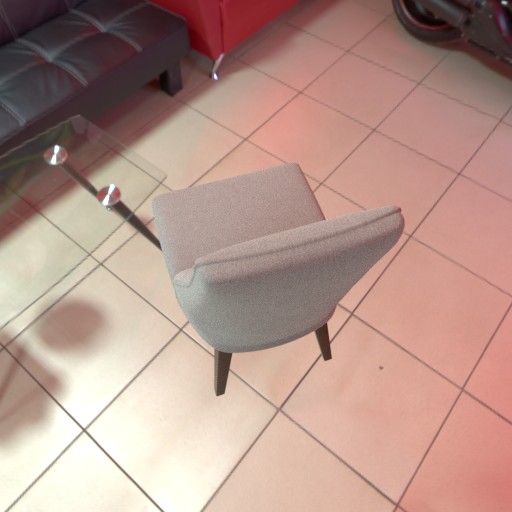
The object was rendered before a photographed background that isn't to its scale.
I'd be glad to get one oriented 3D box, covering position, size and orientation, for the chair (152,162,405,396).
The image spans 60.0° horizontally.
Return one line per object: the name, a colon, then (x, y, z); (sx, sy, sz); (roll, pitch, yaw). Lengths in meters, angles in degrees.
chair: (0.000, 0.000, 1.253); (0.500, 0.930, 0.620); (-16, 60, -9)
